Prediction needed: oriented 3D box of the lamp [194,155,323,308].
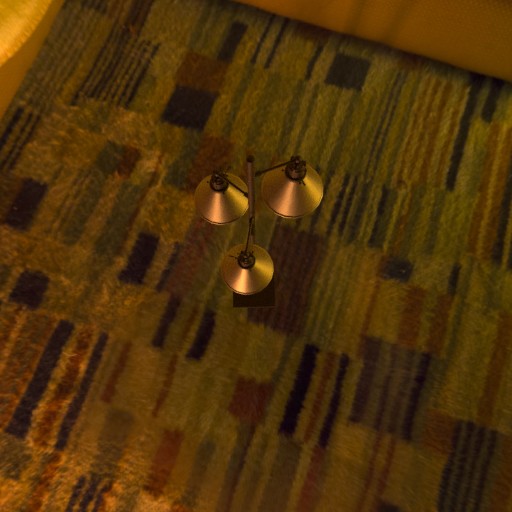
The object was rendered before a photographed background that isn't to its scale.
[{"bbox_3d":[0.000,0.000,1.911,0.428,1.716,0.415,-2,75,0],"label":"lamp"}]
